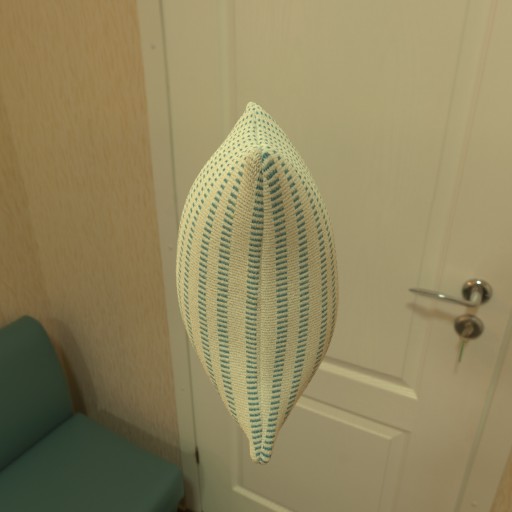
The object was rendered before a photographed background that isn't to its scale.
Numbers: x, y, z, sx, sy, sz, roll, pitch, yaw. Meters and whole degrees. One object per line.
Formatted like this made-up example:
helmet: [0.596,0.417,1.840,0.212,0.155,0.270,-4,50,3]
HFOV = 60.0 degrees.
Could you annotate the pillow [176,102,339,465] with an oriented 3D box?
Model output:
pillow: [0.000,0.000,0.696,0.247,0.419,0.438,-1,25,-1]
